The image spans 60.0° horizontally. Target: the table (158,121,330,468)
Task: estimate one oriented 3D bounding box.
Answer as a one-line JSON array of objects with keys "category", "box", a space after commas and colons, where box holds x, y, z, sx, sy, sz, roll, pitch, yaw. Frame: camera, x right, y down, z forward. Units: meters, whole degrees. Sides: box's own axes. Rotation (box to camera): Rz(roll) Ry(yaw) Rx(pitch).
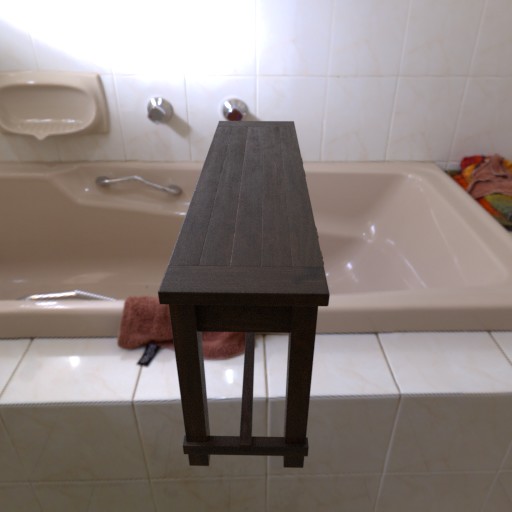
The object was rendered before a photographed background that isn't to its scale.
[{"category": "table", "box": [0.000, 0.000, 1.939, 0.442, 0.762, 1.599, 1, 31, 1]}]
